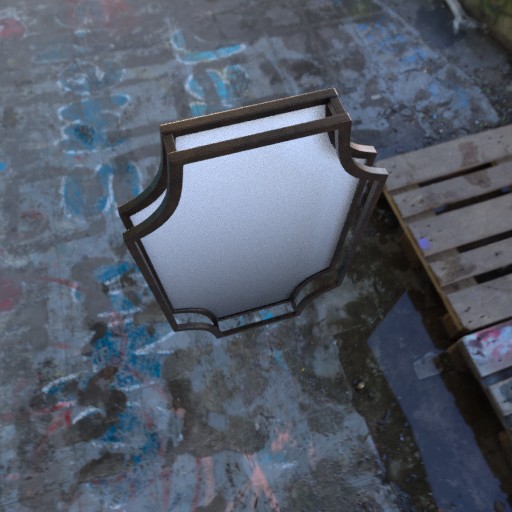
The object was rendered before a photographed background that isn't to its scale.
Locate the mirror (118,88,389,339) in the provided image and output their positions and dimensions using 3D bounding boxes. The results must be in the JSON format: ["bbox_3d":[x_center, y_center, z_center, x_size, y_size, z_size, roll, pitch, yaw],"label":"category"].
[{"bbox_3d":[0.000,0.000,0.971,0.462,0.811,0.066,-15,64,-7],"label":"mirror"}]
